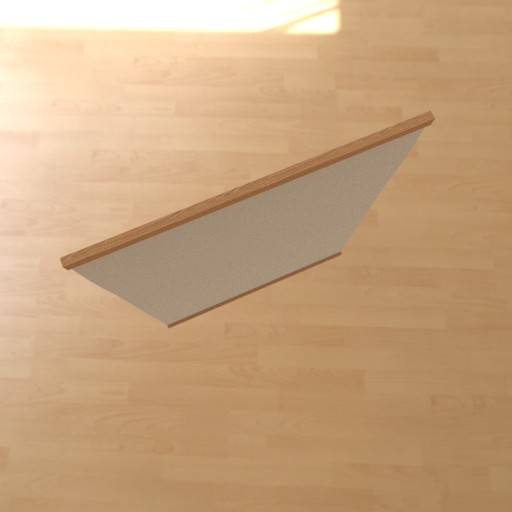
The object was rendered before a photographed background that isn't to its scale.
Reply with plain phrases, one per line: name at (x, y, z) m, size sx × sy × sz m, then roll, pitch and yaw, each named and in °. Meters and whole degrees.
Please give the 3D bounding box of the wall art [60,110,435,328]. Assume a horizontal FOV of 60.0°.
wall art at (0.000, 0.000, 0.795) m, size 0.458 × 0.605 × 0.011 m, roll -23°, pitch 76°, yaw -6°
